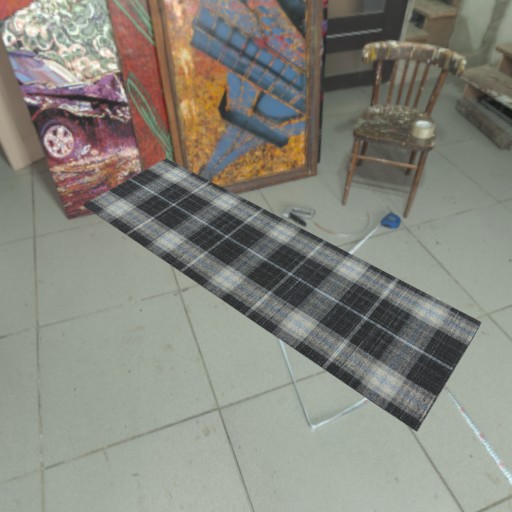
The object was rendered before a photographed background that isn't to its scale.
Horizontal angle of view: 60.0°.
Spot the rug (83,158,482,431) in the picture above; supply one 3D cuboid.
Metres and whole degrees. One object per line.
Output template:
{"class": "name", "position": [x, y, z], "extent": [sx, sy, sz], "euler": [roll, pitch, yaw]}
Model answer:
{"class": "rug", "position": [0.000, 0.000, 2.652], "extent": [2.434, 0.012, 0.760], "euler": [31, 52, 27]}
